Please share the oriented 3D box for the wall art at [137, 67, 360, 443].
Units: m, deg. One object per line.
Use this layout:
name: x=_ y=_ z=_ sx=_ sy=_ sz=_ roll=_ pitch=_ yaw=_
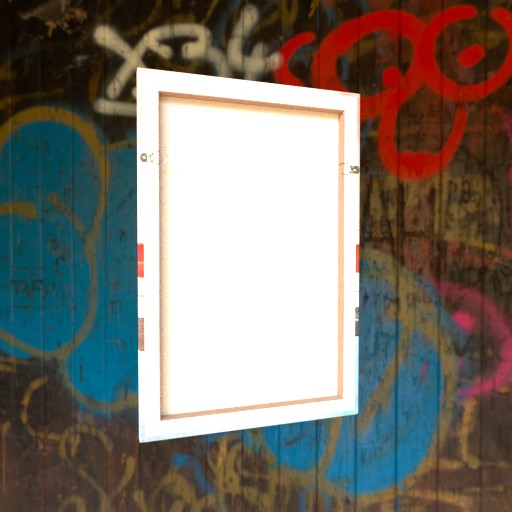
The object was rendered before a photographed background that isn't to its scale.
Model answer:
wall art: x=0.000 y=0.000 z=1.186 sx=0.610 sy=0.914 sz=0.038 roll=0 pitch=1 yaw=-18
